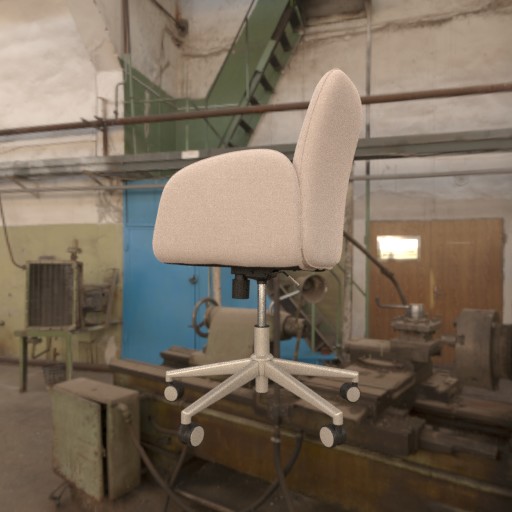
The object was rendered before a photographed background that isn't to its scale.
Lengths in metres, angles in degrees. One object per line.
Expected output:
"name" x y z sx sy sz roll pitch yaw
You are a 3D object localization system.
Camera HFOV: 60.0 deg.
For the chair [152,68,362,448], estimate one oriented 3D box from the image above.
"chair" 0.000 0.000 1.376 0.633 0.959 0.648 0 0 19
